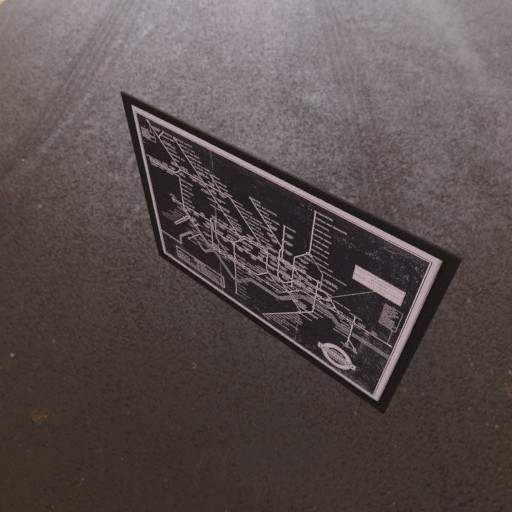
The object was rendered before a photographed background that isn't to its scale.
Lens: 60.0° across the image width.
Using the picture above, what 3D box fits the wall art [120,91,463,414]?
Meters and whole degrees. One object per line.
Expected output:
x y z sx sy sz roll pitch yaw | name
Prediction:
0.000 0.000 1.535 1.192 0.811 0.013 32 55 26 | wall art
